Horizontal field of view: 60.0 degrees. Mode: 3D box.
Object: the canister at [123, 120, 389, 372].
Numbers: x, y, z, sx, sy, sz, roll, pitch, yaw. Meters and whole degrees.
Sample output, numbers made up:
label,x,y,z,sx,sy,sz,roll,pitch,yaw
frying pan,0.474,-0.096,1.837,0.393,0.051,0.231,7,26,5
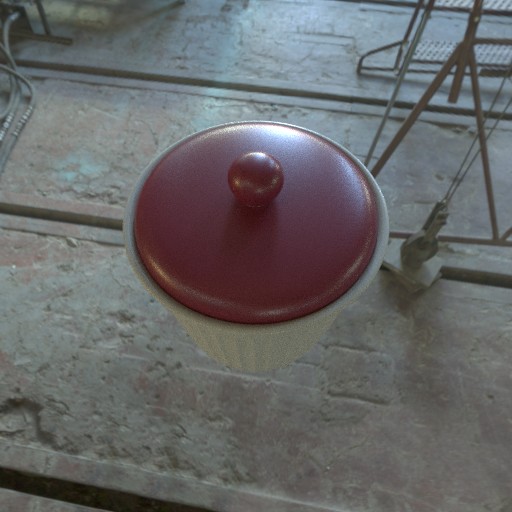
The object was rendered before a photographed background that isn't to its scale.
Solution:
label,x,y,z,sx,sy,sz,roll,pitch,yaw
canister,0.000,0.000,0.354,0.181,0.211,0.181,0,58,0
